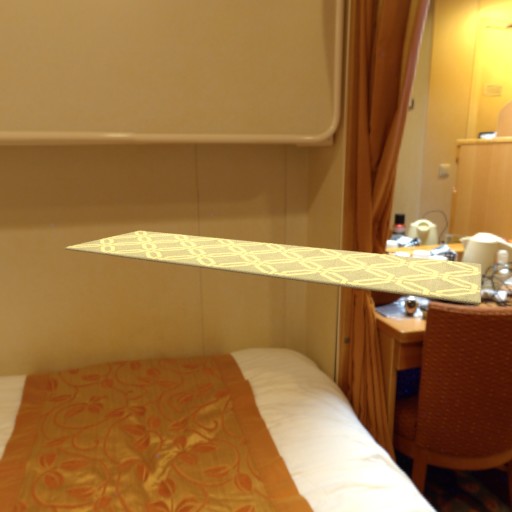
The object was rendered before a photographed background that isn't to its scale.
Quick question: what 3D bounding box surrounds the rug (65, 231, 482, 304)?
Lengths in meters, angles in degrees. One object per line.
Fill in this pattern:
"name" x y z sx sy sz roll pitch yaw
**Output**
"rug" 0.000 0.000 2.497 2.276 0.014 0.678 6 15 26
